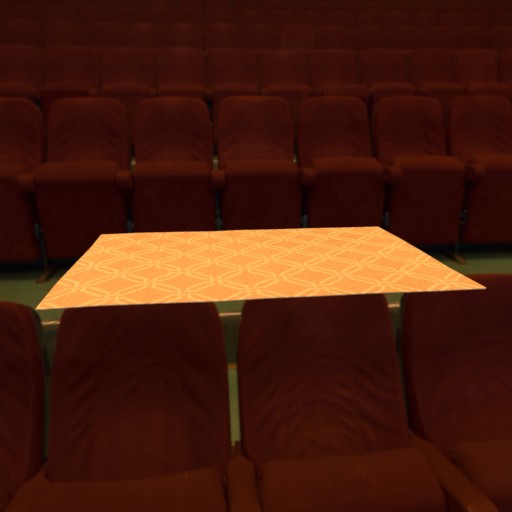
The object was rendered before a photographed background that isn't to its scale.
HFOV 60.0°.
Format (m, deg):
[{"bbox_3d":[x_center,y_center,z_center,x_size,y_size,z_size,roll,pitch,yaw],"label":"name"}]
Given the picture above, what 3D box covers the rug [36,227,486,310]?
[{"bbox_3d":[0.000,0.000,2.223,1.745,0.010,1.146,-2,17,-7],"label":"rug"}]
